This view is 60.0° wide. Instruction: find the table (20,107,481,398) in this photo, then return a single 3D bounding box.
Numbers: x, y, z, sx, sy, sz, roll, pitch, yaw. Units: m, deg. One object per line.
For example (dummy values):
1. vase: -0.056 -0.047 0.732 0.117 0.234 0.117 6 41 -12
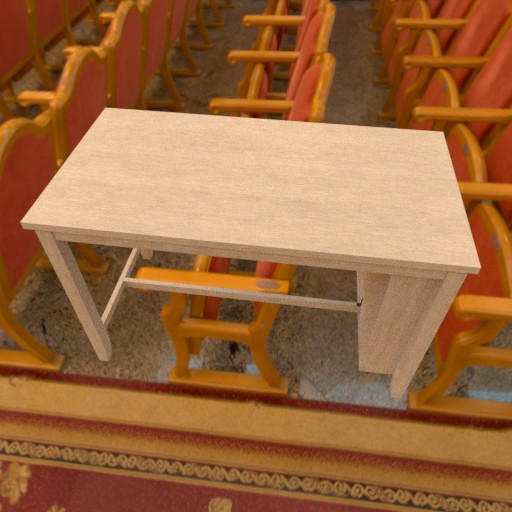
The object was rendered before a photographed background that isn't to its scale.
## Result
1. table: 0.000 0.000 1.894 1.397 0.874 0.729 6 47 5
